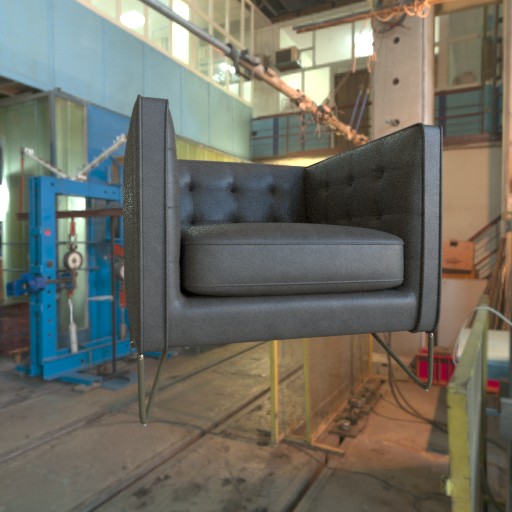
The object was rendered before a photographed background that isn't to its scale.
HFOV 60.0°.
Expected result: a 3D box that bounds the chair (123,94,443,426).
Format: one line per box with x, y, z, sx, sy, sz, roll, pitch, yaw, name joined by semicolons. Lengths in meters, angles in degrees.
0.000;0.000;1.552;0.880;0.790;0.894;-1;2;-18;chair
